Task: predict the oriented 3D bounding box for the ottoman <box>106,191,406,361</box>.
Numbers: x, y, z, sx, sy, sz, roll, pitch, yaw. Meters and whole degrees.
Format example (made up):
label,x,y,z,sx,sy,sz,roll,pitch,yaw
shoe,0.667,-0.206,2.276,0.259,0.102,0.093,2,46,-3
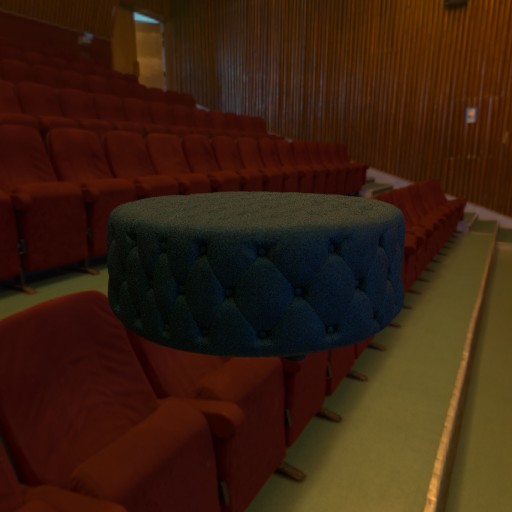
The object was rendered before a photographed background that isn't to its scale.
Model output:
label,x,y,z,sx,sy,sz,roll,pitch,yaw
ottoman,0.000,0.000,1.561,0.998,0.398,0.998,0,13,0
